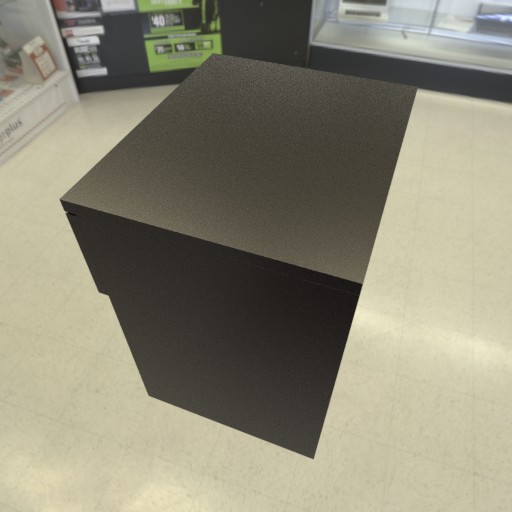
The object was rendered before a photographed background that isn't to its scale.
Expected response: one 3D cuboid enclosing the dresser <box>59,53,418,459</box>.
[{"bbox_3d":[0.000,0.000,0.744,0.360,0.470,0.400,16,49,14],"label":"dresser"}]
